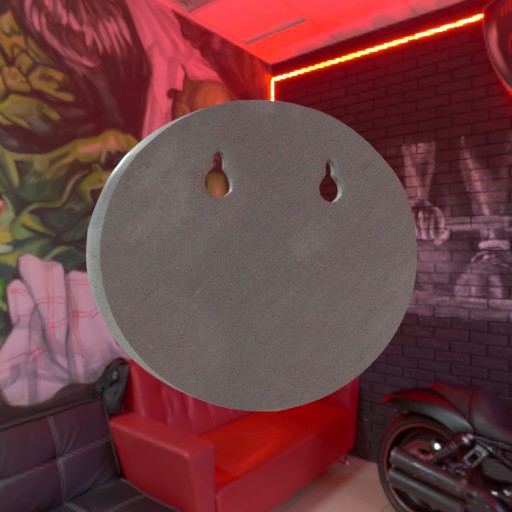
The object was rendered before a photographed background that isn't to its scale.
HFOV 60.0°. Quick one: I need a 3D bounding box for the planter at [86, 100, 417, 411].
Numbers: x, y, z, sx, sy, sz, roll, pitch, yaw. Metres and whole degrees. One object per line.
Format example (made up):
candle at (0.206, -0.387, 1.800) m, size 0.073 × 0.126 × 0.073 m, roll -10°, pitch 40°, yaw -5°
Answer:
planter at (0.000, 0.000, 0.267) m, size 0.190 × 0.164 × 0.073 m, roll 0°, pitch 0°, yaw -19°
